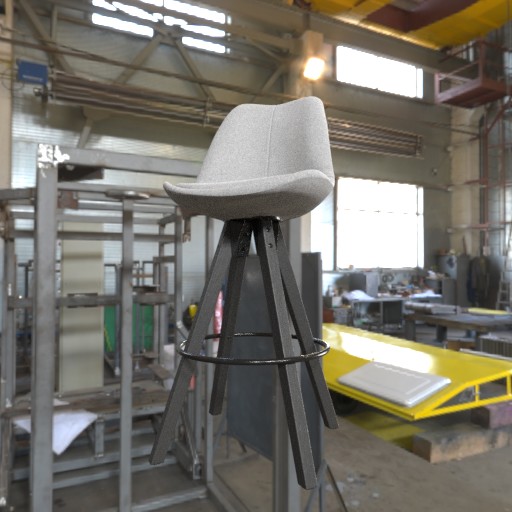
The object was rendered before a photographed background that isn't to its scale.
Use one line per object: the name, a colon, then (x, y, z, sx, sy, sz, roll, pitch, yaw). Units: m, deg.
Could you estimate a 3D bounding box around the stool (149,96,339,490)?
stool: (0.000, 0.000, 1.350, 0.485, 1.115, 0.550, 0, -1, 18)
